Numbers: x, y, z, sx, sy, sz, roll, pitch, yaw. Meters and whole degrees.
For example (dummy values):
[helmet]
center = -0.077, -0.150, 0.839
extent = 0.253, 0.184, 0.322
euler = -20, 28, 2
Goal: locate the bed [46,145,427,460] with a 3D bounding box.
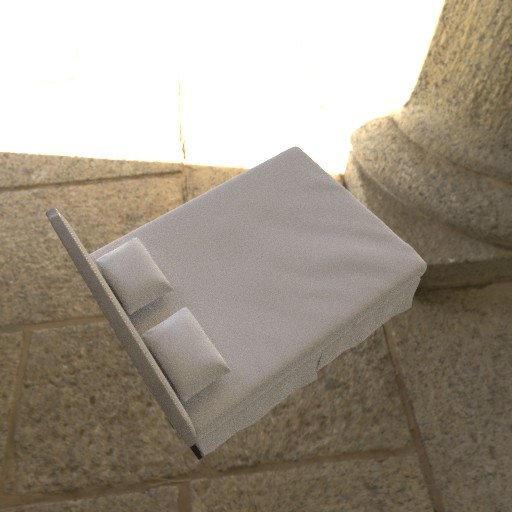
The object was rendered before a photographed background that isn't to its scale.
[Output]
[bed]
center = 0.000, 0.000, 2.987
extent = 1.999, 1.270, 1.558
euler = -31, 63, -18
